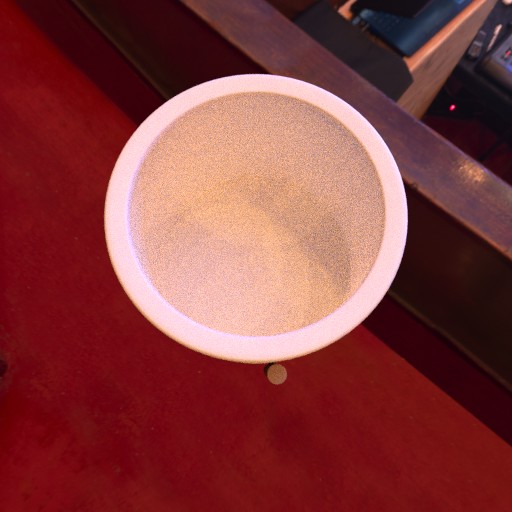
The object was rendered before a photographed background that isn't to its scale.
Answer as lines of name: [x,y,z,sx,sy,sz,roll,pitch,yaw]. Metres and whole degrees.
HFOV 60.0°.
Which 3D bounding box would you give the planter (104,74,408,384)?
planter: [0.000,0.000,0.891,0.421,0.581,0.420,38,79,8]
